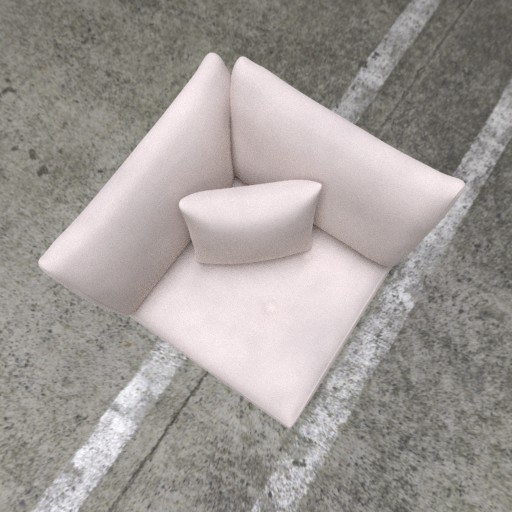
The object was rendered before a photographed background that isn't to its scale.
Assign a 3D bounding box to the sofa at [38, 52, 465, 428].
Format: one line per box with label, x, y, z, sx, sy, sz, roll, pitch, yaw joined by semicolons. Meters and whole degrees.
sofa;0.000;0.000;1.760;1.000;0.820;1.000;33;78;8
